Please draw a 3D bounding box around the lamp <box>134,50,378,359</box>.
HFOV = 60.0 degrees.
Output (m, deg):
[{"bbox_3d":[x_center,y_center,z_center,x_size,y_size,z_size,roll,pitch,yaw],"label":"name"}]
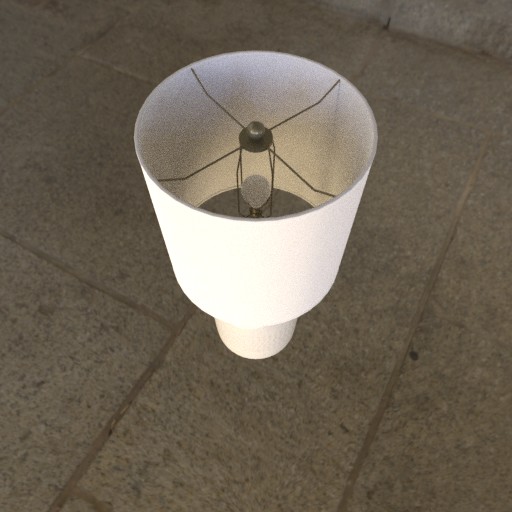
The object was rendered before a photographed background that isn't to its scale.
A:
[{"bbox_3d":[0.000,0.000,0.511,0.188,0.392,0.188,0,58,0],"label":"lamp"}]
